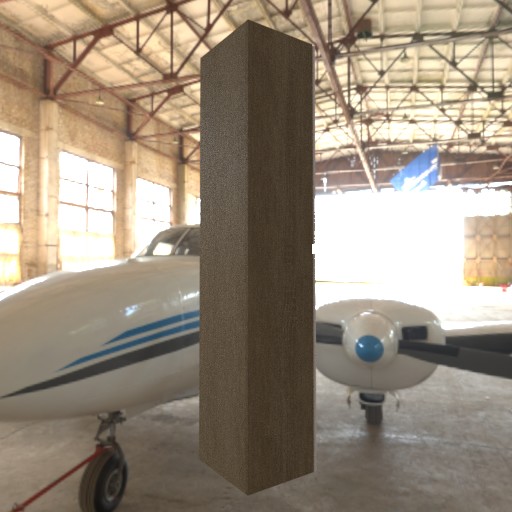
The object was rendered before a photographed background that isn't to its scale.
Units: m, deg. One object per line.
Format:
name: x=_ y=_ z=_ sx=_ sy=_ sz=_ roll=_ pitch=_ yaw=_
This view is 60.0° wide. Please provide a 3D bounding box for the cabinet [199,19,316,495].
cabinet: x=0.000 y=0.000 z=1.502 sx=0.270 sy=1.400 sz=0.300 roll=1 pitch=-2 yaw=-35
